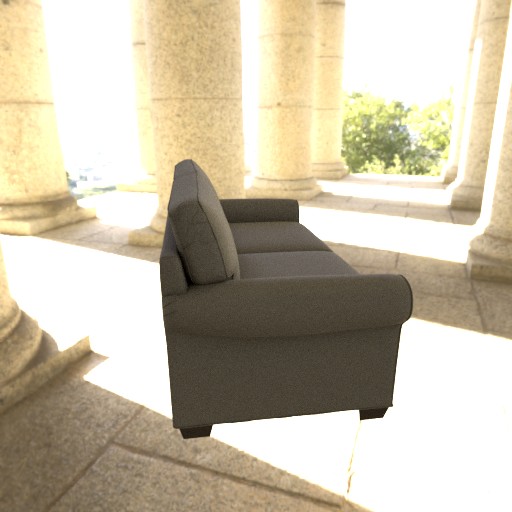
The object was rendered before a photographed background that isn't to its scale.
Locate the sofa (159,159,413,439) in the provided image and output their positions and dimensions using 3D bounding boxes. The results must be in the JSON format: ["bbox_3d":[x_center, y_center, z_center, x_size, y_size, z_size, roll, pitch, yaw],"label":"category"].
[{"bbox_3d":[0.000,0.000,2.459,0.940,0.952,1.930,-3,17,-9],"label":"sofa"}]
